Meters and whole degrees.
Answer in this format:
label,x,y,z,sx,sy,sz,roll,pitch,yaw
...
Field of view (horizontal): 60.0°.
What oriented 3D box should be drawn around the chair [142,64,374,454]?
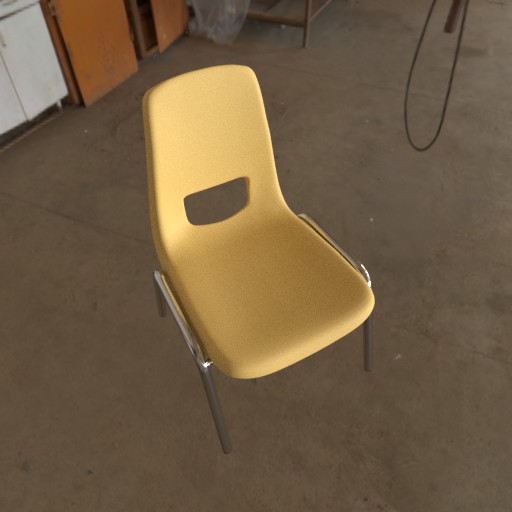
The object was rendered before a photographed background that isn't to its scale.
label,x,y,z,sx,sy,sz,roll,pitch,yaw
chair,0.000,0.000,0.796,0.354,0.536,0.385,-23,50,-20
